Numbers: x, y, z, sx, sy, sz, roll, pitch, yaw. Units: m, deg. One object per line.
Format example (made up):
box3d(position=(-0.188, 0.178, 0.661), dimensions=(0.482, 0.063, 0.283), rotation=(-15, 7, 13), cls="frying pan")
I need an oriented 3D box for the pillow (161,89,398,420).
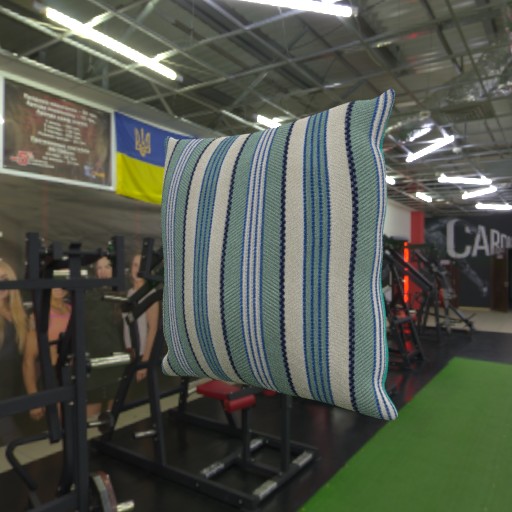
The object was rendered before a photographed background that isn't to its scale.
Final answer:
box3d(position=(0.000, 0.000, 0.694), dimensions=(0.440, 0.441, 0.182), rotation=(0, 0, 36), cls="pillow")
